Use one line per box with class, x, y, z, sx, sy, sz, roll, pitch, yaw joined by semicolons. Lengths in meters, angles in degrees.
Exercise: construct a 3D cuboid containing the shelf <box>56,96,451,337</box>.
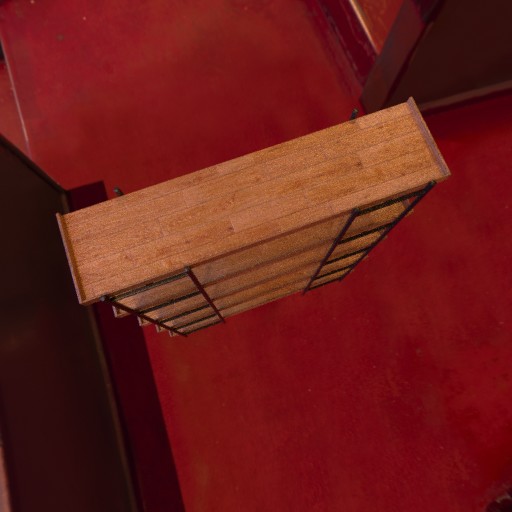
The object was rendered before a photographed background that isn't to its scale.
shelf;0.000;0.000;2.445;1.371;1.826;0.379;-19;77;-5
